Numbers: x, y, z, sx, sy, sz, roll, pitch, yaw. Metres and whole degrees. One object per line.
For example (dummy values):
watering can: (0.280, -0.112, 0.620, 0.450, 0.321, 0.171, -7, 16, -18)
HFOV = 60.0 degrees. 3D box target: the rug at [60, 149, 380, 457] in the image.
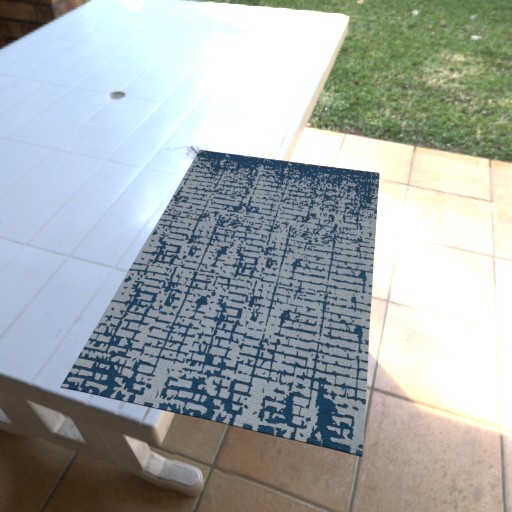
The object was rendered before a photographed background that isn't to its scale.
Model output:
rug: (0.000, 0.000, 2.337, 1.220, 0.007, 1.828, 9, 46, 9)
